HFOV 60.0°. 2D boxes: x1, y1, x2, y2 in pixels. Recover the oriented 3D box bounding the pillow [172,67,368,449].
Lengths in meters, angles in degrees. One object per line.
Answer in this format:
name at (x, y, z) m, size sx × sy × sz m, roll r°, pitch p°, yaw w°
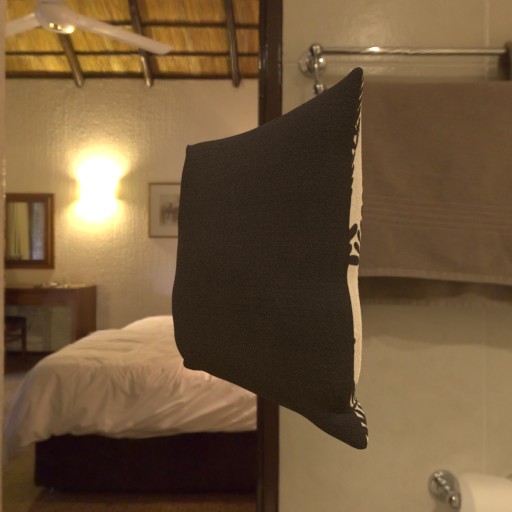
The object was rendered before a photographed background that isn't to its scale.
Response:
pillow at (0.000, 0.000, 0.680) m, size 0.182 × 0.441 × 0.440 m, roll 0°, pitch 0°, yaw -37°
